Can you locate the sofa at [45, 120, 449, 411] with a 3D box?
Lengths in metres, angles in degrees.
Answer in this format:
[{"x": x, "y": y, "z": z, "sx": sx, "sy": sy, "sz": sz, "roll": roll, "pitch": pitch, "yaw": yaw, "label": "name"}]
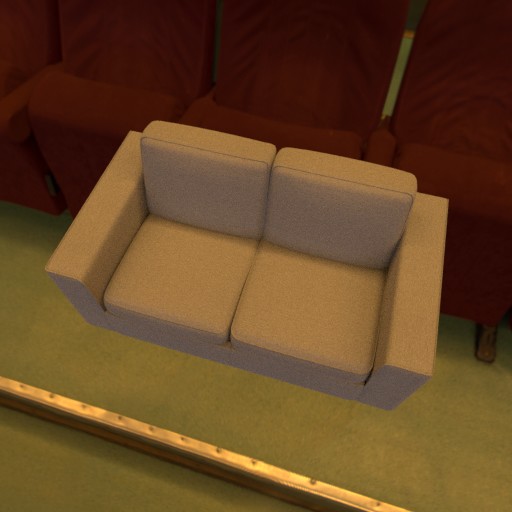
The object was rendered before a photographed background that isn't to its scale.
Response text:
[{"x": 0.000, "y": 0.000, "z": 2.375, "sx": 1.812, "sy": 0.924, "sz": 1.007, "roll": 14, "pitch": 60, "yaw": 8, "label": "sofa"}]
